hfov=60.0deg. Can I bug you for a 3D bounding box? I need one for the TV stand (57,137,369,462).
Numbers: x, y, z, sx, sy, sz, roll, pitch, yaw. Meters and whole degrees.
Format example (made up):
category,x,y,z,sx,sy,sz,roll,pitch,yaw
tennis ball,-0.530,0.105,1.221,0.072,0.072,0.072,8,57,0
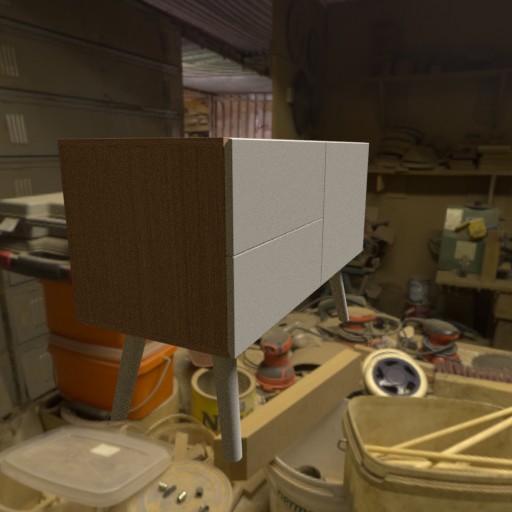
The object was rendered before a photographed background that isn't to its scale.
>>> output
category,x,y,z,sx,sy,sz,roll,pitch,yaw
TV stand,0.000,0.000,1.319,0.407,0.660,0.991,7,15,26
